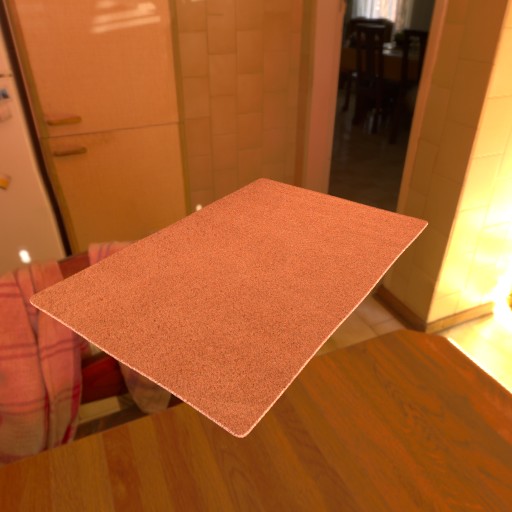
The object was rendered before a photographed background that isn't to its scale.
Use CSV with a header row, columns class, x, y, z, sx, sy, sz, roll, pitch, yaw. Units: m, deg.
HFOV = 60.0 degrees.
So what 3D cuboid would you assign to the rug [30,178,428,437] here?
class,x,y,z,sx,sy,sz,roll,pitch,yaw
rug,0.000,0.000,3.411,1.801,0.024,2.700,21,37,30
